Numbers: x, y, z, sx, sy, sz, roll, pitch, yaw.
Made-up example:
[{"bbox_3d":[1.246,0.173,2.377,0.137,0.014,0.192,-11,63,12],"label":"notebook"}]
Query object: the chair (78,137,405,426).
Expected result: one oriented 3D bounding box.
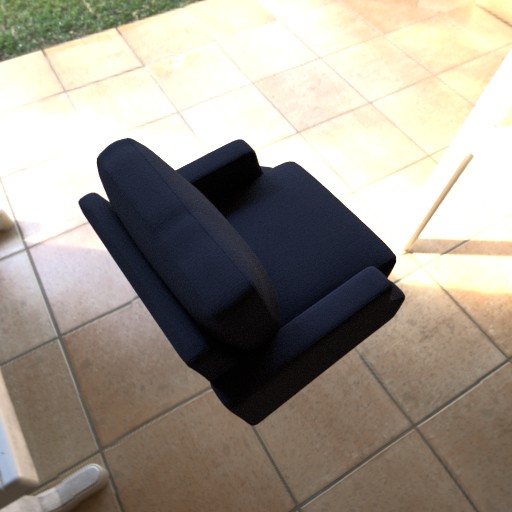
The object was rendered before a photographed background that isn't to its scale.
[{"bbox_3d":[0.000,0.000,1.631,0.897,0.991,0.855,-32,63,-19],"label":"chair"}]
